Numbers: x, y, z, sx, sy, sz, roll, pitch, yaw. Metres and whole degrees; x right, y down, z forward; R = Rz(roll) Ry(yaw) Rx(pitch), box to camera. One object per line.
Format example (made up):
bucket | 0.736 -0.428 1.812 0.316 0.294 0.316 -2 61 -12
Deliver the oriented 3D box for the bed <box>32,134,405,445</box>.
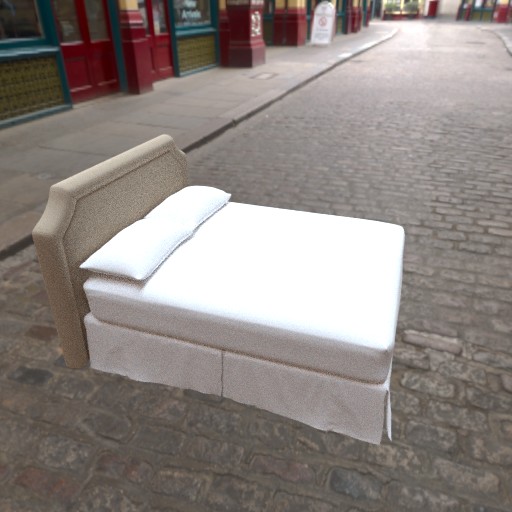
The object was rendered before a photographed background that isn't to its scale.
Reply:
bed | 0.000 0.000 3.244 2.204 1.301 1.828 9 30 16
